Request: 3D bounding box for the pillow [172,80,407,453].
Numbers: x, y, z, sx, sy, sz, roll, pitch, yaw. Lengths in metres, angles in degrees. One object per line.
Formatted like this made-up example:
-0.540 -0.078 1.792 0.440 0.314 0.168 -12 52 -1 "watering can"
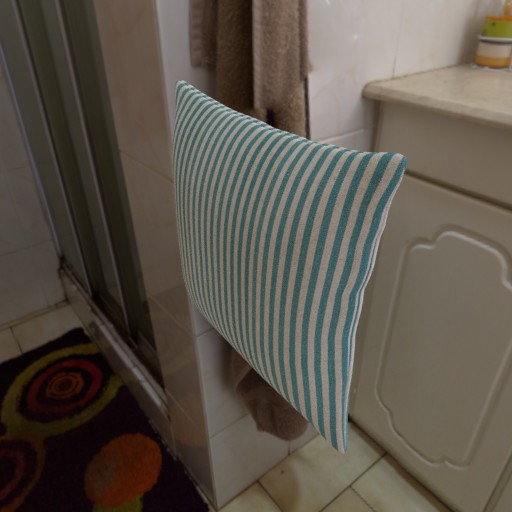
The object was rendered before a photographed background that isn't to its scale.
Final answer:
0.000 0.000 0.778 0.166 0.510 0.523 -21 38 -30 "pillow"
